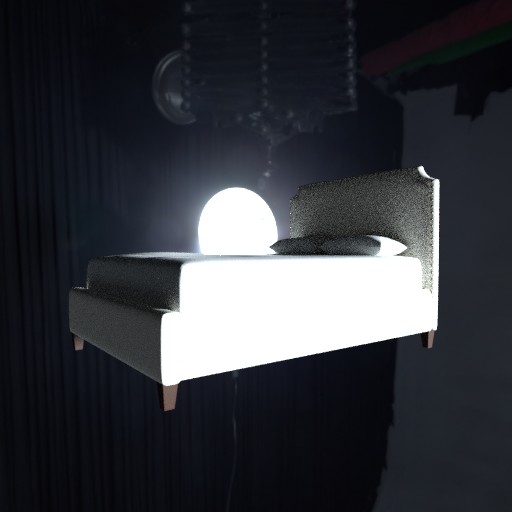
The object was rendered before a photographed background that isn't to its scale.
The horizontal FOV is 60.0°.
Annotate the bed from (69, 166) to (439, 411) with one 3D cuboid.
[{"bbox_3d":[0.000,0.000,3.454,2.365,1.443,1.712,-1,1,-37],"label":"bed"}]
